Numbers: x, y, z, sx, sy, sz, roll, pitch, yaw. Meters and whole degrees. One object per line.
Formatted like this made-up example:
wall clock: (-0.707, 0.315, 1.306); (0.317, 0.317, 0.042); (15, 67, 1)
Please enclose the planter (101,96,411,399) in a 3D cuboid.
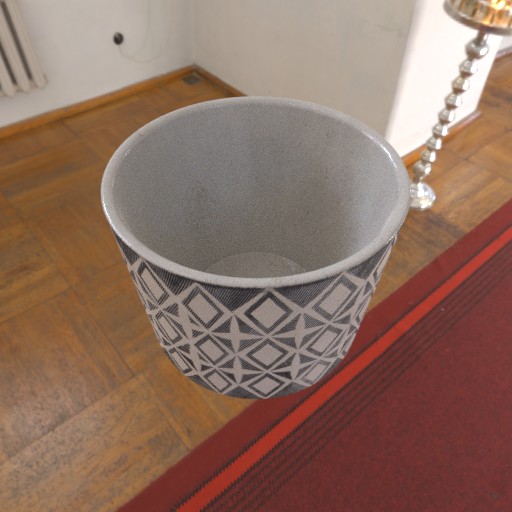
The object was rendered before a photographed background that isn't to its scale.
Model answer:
planter: (0.000, 0.000, 0.461); (0.260, 0.220, 0.260); (0, 47, 0)
